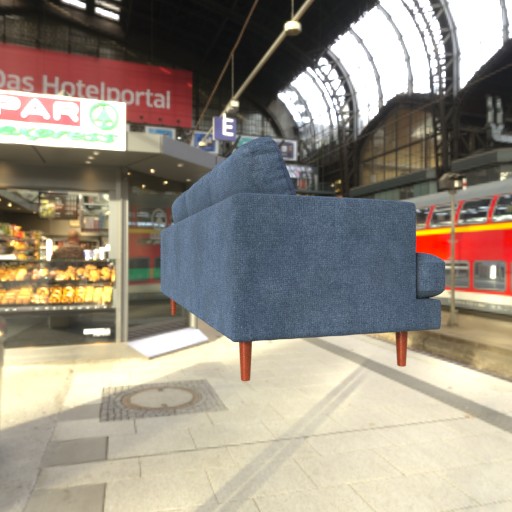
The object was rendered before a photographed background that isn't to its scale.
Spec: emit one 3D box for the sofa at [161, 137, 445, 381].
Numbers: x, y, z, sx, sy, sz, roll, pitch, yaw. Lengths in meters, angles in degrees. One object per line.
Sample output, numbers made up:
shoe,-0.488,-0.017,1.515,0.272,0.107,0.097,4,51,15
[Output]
sofa,0.000,0.000,2.694,0.903,0.930,2.246,0,0,-18
